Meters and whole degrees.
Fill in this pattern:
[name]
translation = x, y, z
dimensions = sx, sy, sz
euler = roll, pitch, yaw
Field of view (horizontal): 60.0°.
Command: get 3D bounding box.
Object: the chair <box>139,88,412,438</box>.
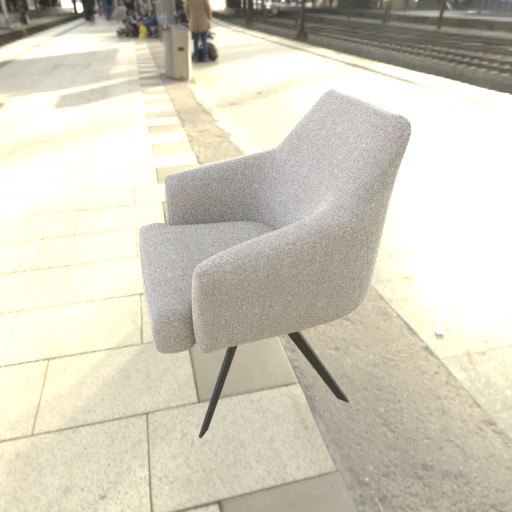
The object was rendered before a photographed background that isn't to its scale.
[chair]
translation = 0.000, 0.000, 1.334
dimensions = 0.677, 0.874, 0.642
euler = -8, 31, -14
